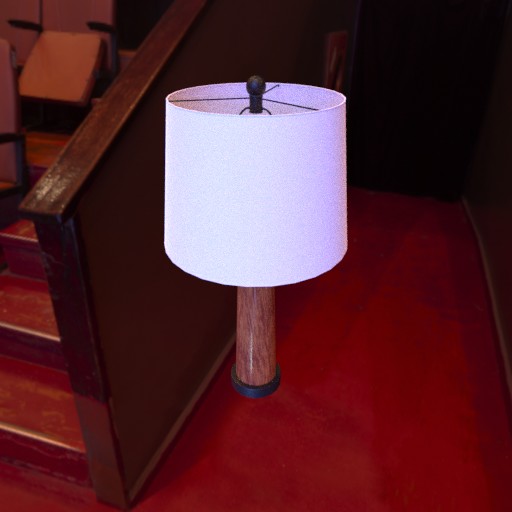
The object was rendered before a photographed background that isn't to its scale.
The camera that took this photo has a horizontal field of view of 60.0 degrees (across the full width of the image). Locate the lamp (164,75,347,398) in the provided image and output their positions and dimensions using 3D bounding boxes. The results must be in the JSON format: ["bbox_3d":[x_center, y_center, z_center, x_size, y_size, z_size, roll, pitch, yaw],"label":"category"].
[{"bbox_3d":[0.000,0.000,0.877,0.349,0.667,0.349,0,30,0],"label":"lamp"}]
